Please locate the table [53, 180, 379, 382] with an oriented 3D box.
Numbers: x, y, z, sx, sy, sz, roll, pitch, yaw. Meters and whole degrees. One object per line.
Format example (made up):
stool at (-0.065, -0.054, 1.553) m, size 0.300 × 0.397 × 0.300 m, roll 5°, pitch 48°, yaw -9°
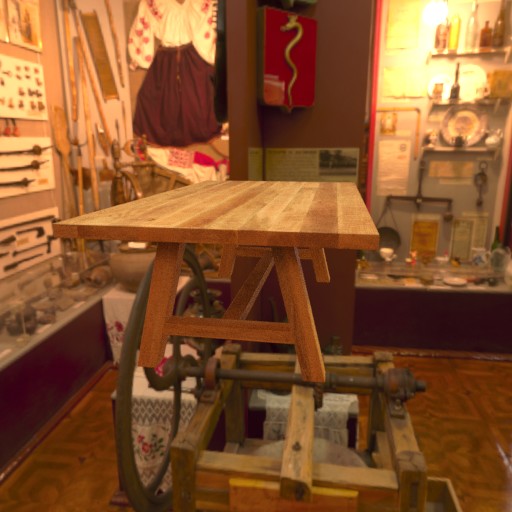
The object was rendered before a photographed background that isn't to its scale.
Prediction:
table at (0.000, 0.000, 1.683) m, size 0.760 × 0.455 × 1.320 m, roll 2°, pitch 14°, yaw 10°
